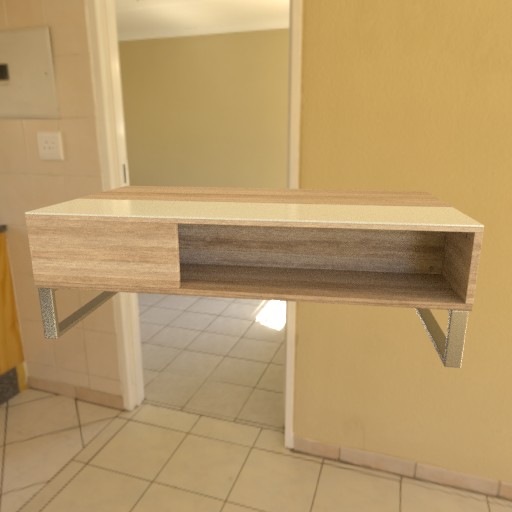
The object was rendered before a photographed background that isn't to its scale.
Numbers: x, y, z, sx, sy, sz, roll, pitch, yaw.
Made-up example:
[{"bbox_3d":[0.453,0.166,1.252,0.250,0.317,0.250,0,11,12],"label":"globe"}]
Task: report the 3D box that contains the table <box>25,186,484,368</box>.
[{"bbox_3d":[0.000,0.000,1.380,1.100,0.350,0.600,2,16,8],"label":"table"}]
